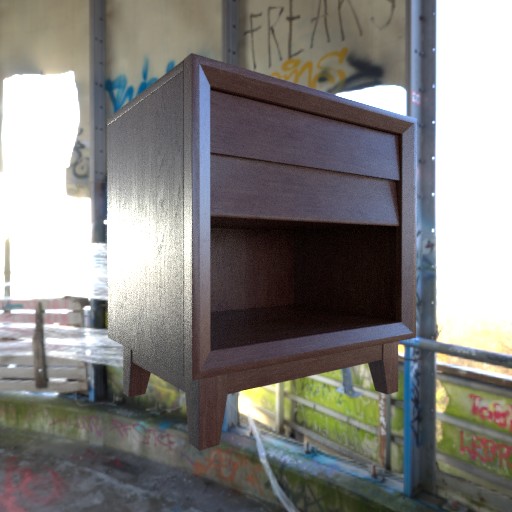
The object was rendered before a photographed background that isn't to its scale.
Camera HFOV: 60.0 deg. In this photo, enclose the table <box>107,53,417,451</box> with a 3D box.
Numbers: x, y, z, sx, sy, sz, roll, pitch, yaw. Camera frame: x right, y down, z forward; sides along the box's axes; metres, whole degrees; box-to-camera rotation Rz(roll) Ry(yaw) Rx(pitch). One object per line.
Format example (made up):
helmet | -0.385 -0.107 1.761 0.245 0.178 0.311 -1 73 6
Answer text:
table | 0.000 0.000 1.004 0.557 0.609 0.449 0 1 -36
